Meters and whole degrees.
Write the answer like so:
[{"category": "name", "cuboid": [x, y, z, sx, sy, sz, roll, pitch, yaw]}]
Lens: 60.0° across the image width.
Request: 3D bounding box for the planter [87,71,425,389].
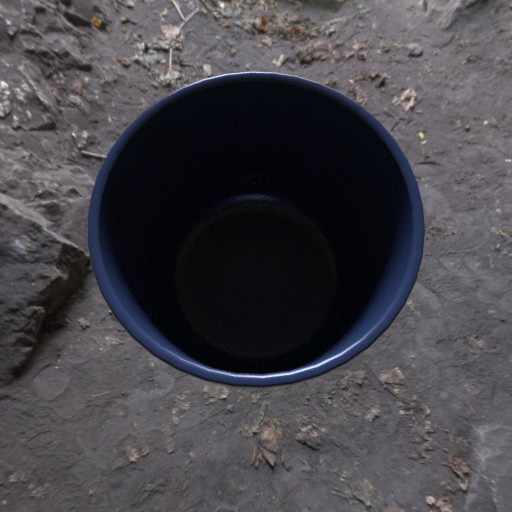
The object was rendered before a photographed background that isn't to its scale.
[{"category": "planter", "cuboid": [0.000, 0.000, 0.315, 0.182, 0.165, 0.182, 0, 73, 0]}]
